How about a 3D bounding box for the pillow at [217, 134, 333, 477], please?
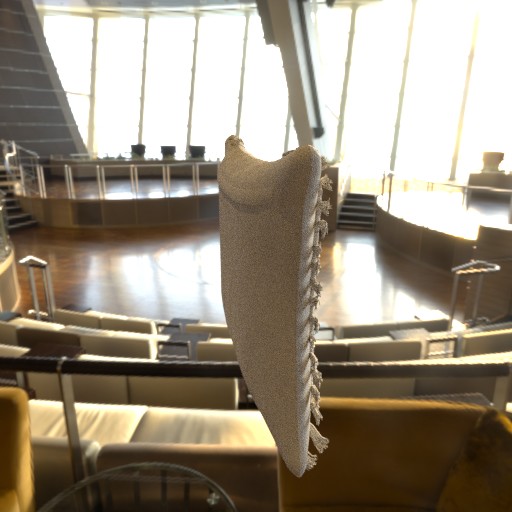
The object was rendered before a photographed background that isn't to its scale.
[{"bbox_3d":[0.000,0.000,0.585,0.084,0.305,0.466,-3,16,-10],"label":"pillow"}]
